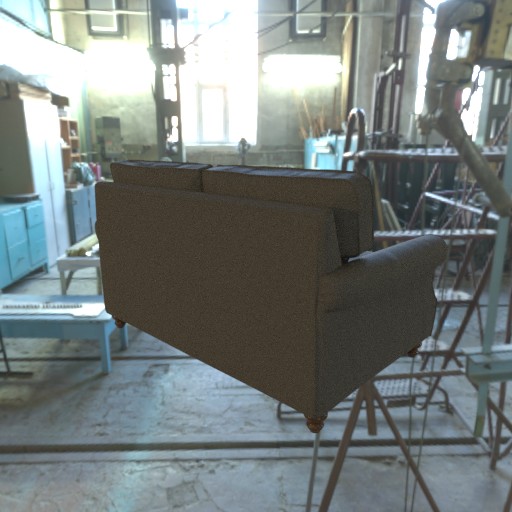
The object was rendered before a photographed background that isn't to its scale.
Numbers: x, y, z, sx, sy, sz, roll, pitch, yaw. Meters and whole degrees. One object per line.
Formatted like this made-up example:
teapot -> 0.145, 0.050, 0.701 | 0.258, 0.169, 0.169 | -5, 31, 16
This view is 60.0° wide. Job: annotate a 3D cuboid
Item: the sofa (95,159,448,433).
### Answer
sofa -> 0.000, 0.000, 2.248 | 1.665, 0.937, 0.964 | 13, 20, 42
